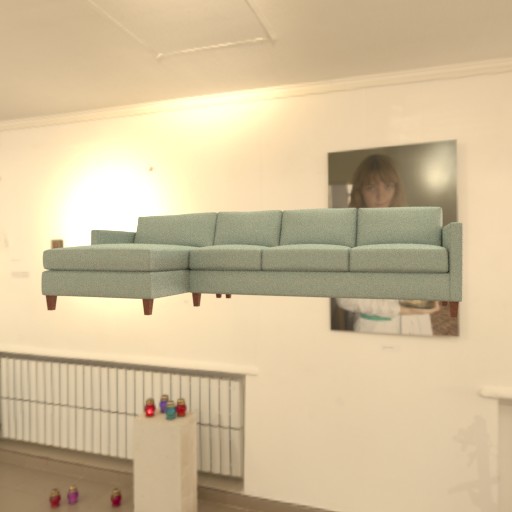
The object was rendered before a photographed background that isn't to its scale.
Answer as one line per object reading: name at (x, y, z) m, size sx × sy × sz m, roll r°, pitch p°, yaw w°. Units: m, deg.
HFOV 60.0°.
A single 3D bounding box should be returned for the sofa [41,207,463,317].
sofa at (0.000, 0.000, 4.081) m, size 3.470 × 0.953 × 1.600 m, roll 0°, pitch 0°, yaw 18°
